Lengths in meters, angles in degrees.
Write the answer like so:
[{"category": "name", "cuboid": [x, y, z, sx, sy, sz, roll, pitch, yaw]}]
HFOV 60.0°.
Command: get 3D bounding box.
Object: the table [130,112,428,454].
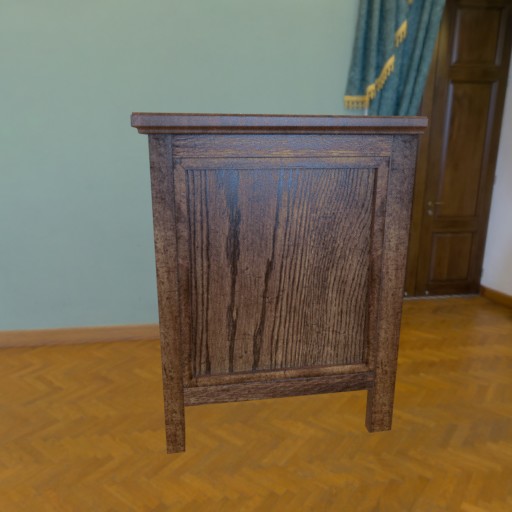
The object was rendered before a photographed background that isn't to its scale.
[{"category": "table", "cuboid": [0.000, 0.000, 1.025, 0.461, 0.597, 0.586, -2, 15, -9]}]
